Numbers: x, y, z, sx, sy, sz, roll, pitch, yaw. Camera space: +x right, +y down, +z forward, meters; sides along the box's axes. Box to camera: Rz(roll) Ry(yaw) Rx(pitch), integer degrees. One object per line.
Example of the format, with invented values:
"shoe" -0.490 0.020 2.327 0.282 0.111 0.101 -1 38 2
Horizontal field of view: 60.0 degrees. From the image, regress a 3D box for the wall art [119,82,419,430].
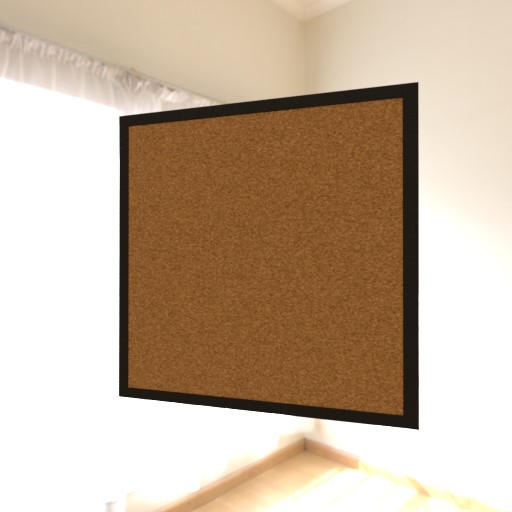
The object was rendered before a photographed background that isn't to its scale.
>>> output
"wall art" 0.000 0.000 0.735 0.506 0.503 0.036 0 0 18
